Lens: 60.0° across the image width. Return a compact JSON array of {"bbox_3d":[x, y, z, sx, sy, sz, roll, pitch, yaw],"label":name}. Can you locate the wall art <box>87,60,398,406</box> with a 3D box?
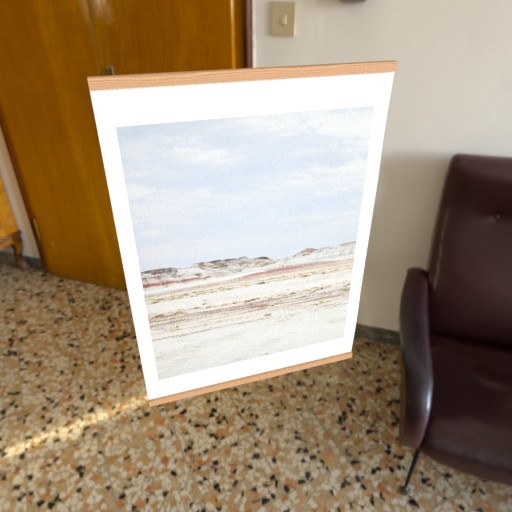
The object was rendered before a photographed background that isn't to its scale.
[{"bbox_3d":[0.000,0.000,1.288,0.739,1.016,0.020,-10,33,-15],"label":"wall art"}]
